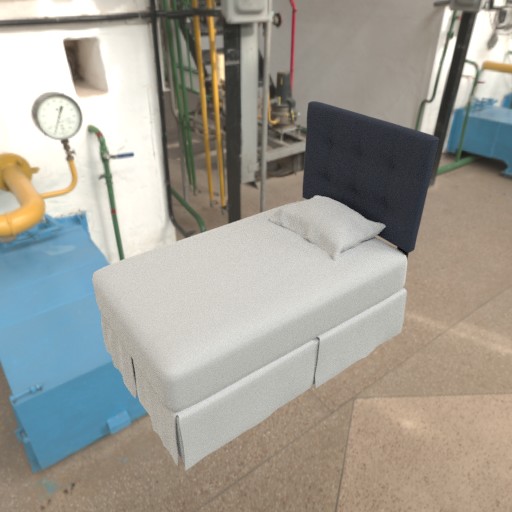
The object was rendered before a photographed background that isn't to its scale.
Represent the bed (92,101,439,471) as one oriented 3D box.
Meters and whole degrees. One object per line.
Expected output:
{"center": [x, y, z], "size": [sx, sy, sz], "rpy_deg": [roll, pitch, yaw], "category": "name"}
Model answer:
{"center": [0.000, 0.000, 3.021], "size": [1.997, 1.571, 1.261], "rpy_deg": [-22, 39, -30], "category": "bed"}
